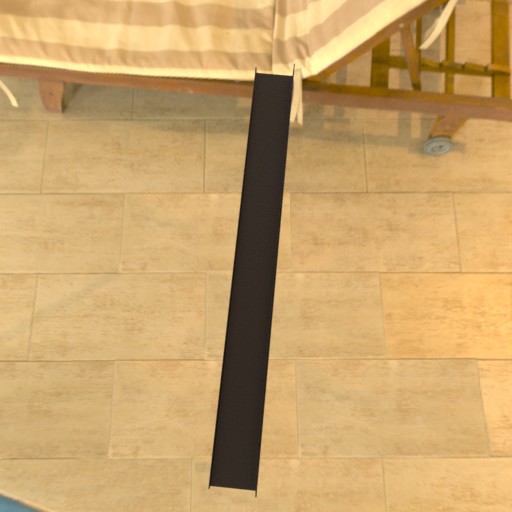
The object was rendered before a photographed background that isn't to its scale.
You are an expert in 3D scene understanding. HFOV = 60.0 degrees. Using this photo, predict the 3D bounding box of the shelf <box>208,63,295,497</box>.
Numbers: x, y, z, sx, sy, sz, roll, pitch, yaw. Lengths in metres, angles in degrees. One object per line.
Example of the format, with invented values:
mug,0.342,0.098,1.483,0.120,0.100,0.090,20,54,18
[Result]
shelf,0.000,0.000,0.948,0.092,0.049,0.924,5,77,1
